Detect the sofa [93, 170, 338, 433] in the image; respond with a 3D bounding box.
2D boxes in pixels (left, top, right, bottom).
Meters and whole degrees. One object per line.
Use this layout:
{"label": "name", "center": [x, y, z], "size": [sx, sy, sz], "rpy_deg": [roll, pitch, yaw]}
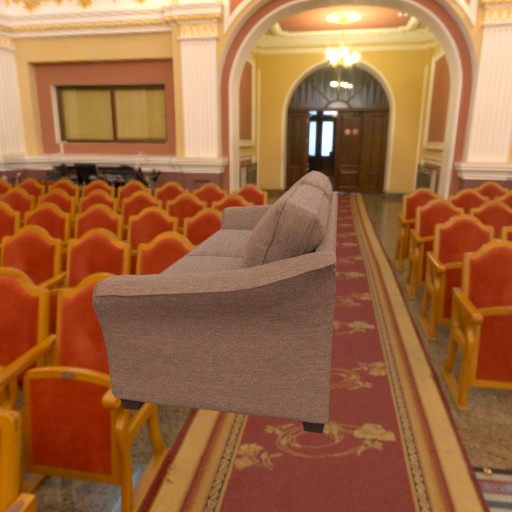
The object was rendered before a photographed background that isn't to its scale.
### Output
{"label": "sofa", "center": [0.000, 0.000, 2.754], "size": [0.980, 0.965, 2.270], "rpy_deg": [3, 15, 10]}
